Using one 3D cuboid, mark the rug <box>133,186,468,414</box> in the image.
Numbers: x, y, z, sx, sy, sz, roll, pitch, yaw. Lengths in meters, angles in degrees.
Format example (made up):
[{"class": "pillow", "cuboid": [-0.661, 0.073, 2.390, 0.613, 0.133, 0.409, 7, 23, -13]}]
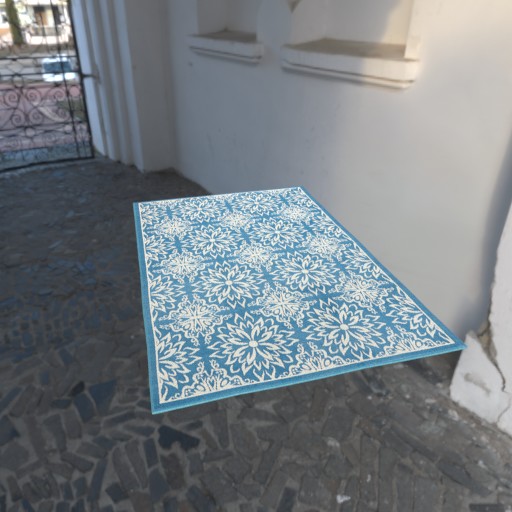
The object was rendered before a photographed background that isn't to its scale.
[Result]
[{"class": "rug", "cuboid": [0.000, 0.000, 3.560, 1.830, 0.018, 2.769, -8, 30, -13]}]
